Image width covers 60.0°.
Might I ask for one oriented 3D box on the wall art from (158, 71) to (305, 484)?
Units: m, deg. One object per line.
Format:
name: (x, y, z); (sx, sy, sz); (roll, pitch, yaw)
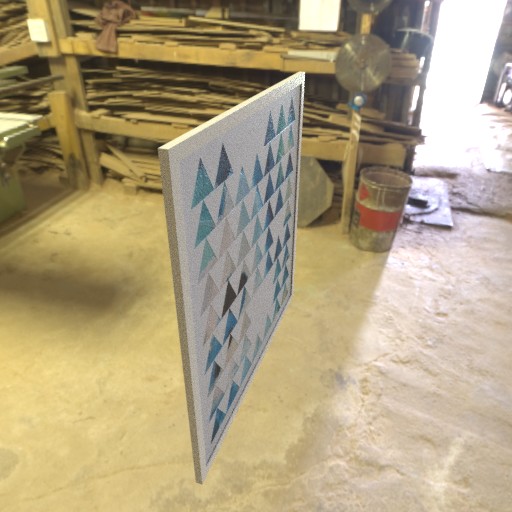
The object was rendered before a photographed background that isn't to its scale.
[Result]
wall art: (0.000, 0.000, 0.812); (0.012, 0.557, 0.557); (10, 32, 17)
